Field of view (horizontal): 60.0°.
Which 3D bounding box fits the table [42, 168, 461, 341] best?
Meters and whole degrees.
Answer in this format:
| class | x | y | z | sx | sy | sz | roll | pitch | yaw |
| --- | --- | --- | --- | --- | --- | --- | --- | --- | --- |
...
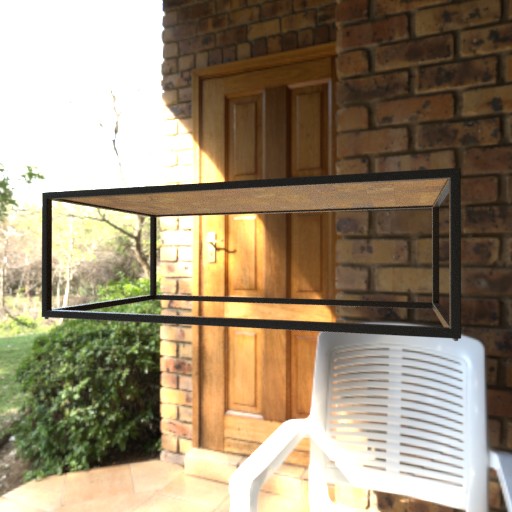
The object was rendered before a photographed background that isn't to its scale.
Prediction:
| class | x | y | z | sx | sy | sz | roll | pitch | yaw |
| --- | --- | --- | --- | --- | --- | --- | --- | --- | --- |
| table | 0.000 | 0.000 | 1.507 | 1.199 | 0.398 | 0.649 | 0 | 0 | 18 |
